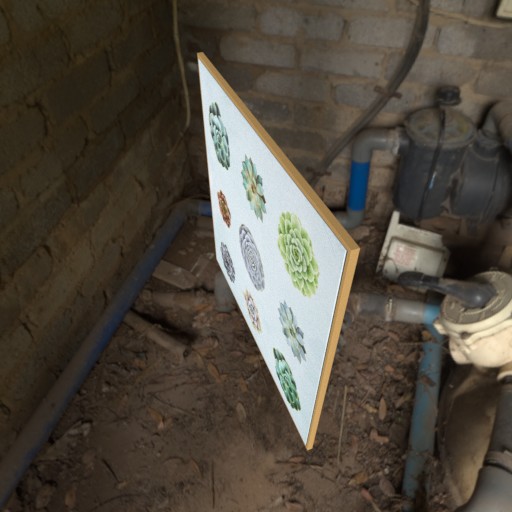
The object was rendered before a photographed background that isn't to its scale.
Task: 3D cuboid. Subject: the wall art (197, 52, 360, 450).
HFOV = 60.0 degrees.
[{"bbox_3d":[0.000,0.000,0.998,0.014,0.655,0.657,-16,48,-15],"label":"wall art"}]
